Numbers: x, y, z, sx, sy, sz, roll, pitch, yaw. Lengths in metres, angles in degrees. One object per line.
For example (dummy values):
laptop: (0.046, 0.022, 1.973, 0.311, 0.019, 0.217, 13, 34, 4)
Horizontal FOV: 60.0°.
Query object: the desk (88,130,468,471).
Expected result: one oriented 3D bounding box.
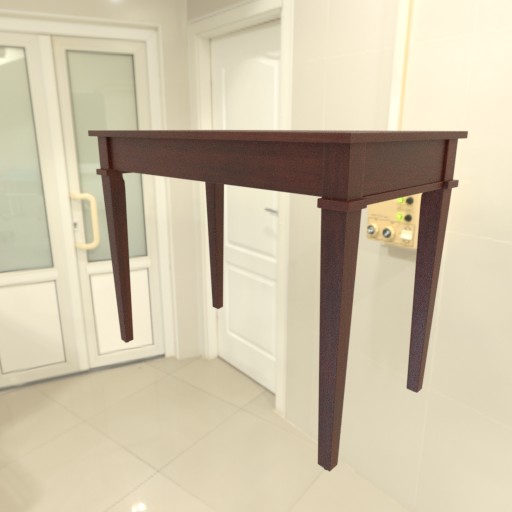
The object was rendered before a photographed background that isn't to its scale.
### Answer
desk: (0.000, 0.000, 1.401, 1.001, 0.762, 0.549, 15, 22, 42)
